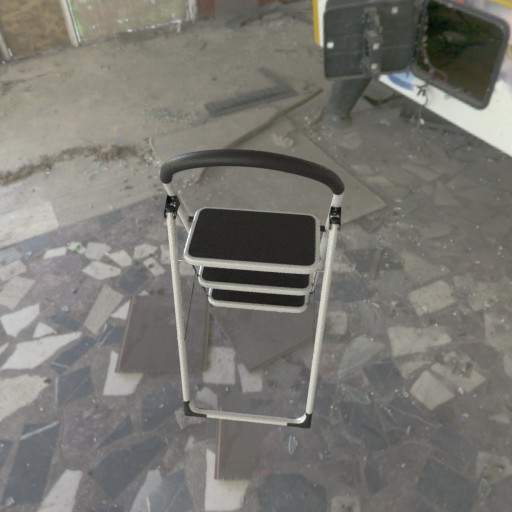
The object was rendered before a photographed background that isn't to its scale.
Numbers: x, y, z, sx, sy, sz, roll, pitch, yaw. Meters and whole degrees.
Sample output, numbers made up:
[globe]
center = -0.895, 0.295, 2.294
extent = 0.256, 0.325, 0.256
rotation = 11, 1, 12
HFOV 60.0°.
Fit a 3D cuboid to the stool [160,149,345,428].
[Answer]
[stool]
center = 0.000, 0.000, 1.483
extent = 0.485, 1.109, 0.676
rotation = 4, 47, 4
